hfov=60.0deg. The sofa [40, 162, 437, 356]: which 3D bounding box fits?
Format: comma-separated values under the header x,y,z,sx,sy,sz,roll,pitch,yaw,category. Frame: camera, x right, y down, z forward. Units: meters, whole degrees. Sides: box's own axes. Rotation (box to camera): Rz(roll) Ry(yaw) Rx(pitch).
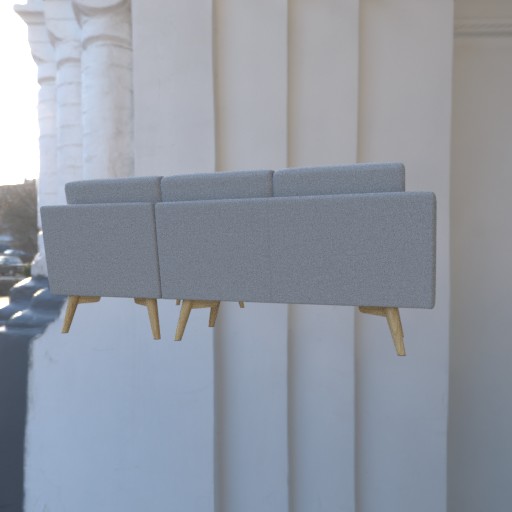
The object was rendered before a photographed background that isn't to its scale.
x,y,z,sx,sy,sz,roll,pitch,yaw,category
0.000,0.000,2.844,2.040,0.860,1.530,0,1,17,sofa
